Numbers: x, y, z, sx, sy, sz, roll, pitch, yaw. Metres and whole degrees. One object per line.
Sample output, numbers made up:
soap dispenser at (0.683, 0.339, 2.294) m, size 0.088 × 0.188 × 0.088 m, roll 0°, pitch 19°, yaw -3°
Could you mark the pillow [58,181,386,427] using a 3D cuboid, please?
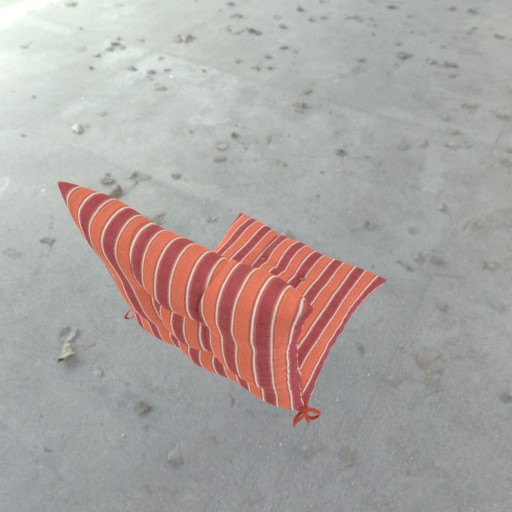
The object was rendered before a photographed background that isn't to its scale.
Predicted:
pillow at (0.000, 0.000, 1.014) m, size 0.541 × 0.536 × 0.585 m, roll 26°, pitch 53°, yaw 22°
